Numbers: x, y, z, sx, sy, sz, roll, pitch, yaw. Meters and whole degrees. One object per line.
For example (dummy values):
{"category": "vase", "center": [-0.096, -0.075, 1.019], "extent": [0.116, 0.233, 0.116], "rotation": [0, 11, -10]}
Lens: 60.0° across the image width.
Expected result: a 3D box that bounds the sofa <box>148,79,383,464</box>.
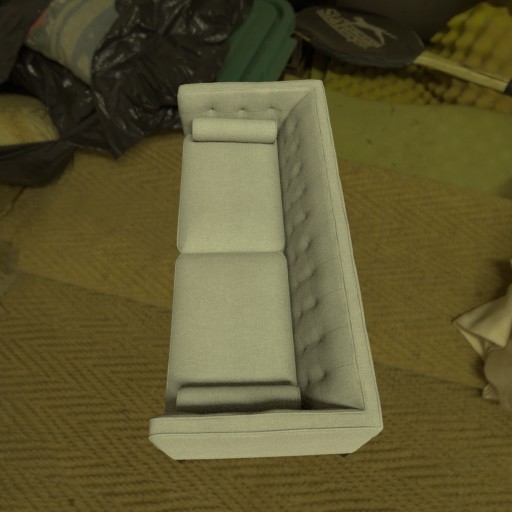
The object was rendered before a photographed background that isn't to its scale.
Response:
{"category": "sofa", "center": [0.000, 0.000, 2.530], "extent": [0.912, 0.798, 2.079], "rotation": [-2, 58, -1]}
